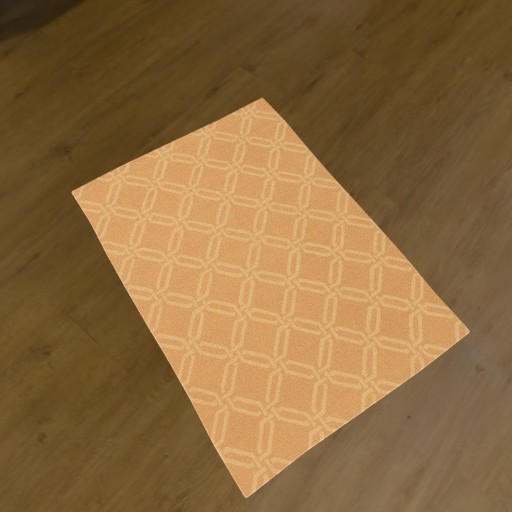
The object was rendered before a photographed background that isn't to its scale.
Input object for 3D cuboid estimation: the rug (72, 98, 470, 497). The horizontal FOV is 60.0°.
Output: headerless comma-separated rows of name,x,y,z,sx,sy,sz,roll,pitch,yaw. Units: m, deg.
rug,0.000,0.000,2.706,1.524,0.013,2.135,-31,68,-14
